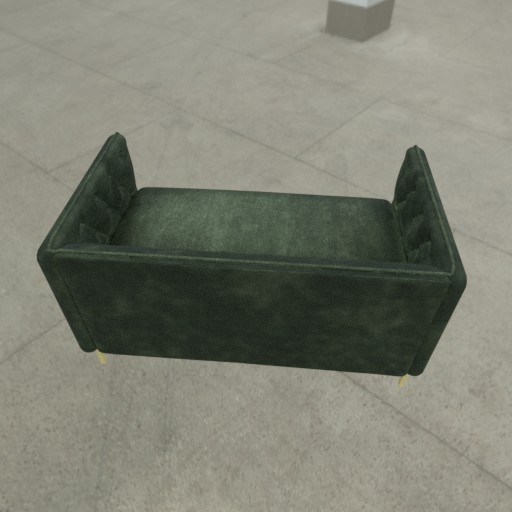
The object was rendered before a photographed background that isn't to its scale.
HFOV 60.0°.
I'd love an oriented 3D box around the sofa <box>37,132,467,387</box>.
[{"bbox_3d":[0.000,0.000,2.089,1.537,0.768,0.895,3,45,4],"label":"sofa"}]
